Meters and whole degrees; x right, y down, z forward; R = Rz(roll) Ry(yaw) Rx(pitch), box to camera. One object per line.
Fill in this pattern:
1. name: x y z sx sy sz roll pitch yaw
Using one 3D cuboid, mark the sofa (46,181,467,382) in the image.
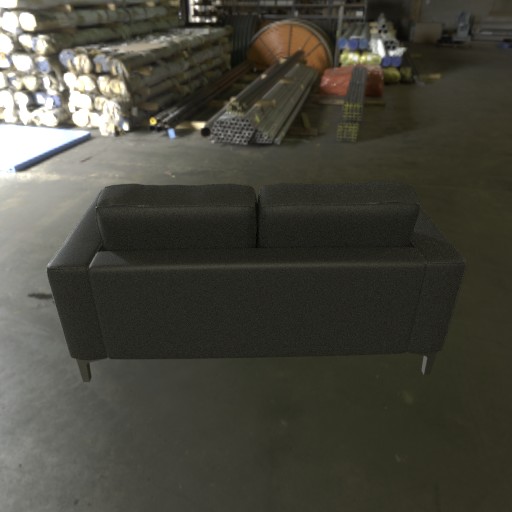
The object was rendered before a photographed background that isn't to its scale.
1. sofa: 0.000 0.000 2.201 1.726 0.893 0.833 -1 31 -1
